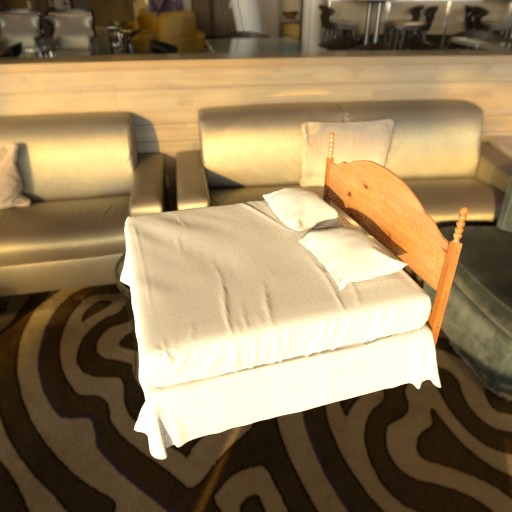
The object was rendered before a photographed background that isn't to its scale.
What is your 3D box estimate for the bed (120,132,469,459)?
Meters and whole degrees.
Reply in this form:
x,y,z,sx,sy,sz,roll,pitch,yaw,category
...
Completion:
x,y,z,sx,sy,sz,roll,pitch,yaw,category
0.000,0.000,3.577,2.219,1.355,2.322,-9,31,-15,bed
